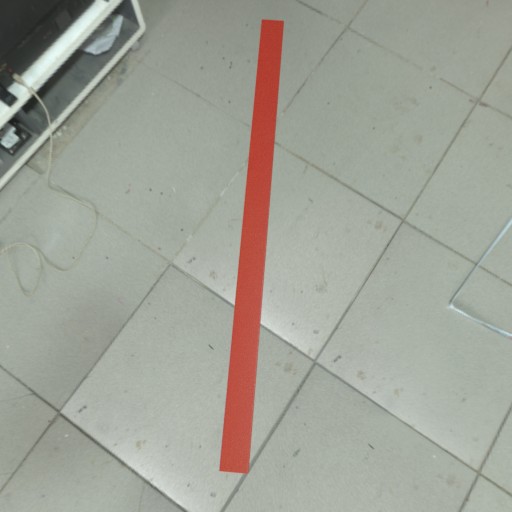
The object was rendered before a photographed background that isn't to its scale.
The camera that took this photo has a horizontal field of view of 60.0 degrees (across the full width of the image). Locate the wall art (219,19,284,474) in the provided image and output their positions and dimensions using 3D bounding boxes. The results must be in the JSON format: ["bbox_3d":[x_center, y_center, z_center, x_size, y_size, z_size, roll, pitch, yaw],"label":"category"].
[{"bbox_3d":[0.000,0.000,0.763,0.033,0.405,0.607,4,75,1],"label":"wall art"}]
